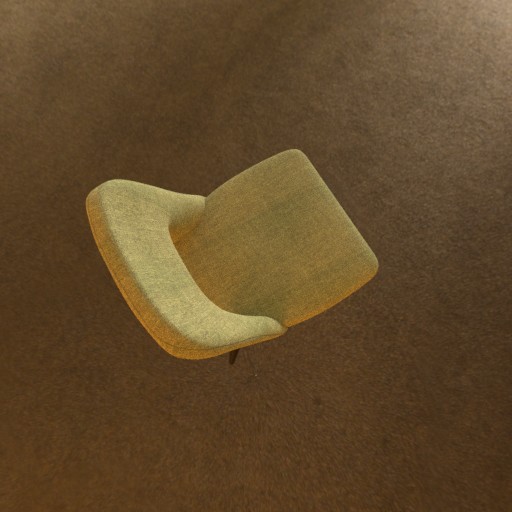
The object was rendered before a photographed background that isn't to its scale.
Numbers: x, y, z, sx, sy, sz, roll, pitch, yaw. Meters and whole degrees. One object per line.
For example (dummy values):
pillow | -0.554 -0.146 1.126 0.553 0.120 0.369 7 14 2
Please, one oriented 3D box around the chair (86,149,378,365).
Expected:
chair | 0.000 0.000 1.277 0.612 0.931 0.470 -30 77 -8
